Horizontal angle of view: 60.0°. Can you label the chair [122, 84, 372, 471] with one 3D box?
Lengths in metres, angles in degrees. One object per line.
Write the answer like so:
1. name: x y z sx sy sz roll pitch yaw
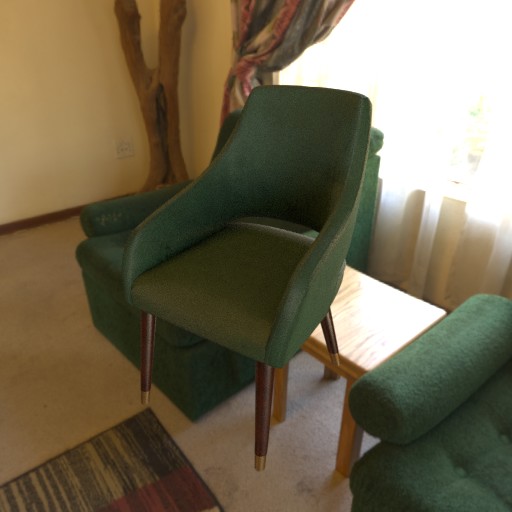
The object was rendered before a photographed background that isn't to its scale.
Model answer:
1. chair: 0.000 0.000 1.610 0.683 1.081 0.794 17 32 29
